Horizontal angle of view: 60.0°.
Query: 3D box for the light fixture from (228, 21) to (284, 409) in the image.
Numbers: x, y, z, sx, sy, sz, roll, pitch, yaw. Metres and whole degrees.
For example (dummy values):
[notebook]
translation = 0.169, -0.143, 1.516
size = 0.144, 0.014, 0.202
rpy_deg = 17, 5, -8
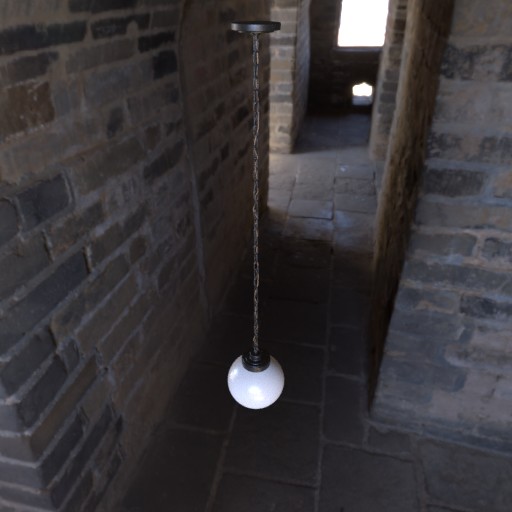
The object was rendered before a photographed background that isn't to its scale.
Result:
[light fixture]
translation = 0.000, 0.000, 1.999
size = 0.304, 1.867, 0.305
rpy_deg = -21, 37, -30
